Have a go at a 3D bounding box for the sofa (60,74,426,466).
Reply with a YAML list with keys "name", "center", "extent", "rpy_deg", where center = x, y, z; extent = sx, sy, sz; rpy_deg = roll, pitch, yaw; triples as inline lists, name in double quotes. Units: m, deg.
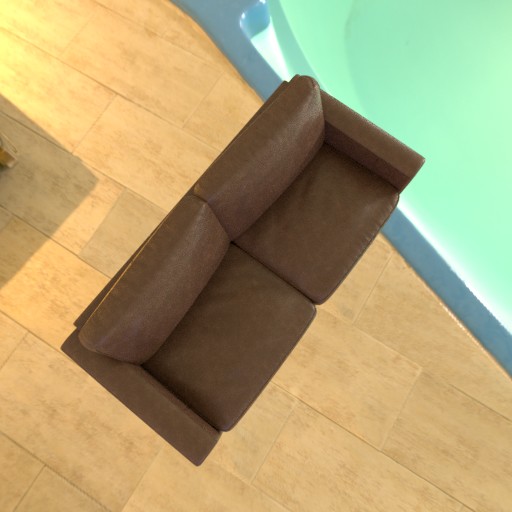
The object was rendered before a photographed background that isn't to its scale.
- name: "sofa"
  center: [0.000, 0.000, 2.649]
  extent: [1.016, 0.873, 2.179]
  rpy_deg: [37, 79, 9]
